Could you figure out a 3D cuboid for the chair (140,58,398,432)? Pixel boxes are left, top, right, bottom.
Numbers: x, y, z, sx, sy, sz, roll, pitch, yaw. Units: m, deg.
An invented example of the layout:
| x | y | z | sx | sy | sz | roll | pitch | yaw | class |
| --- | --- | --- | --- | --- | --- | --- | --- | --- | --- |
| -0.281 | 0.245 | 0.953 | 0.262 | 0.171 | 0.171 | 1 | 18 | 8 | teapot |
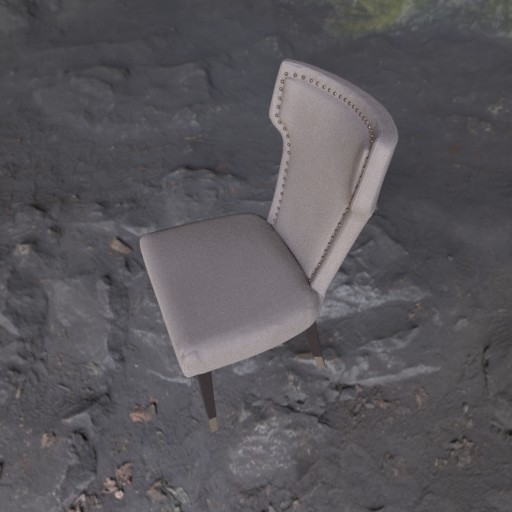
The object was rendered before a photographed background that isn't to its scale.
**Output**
| x | y | z | sx | sy | sz | roll | pitch | yaw | class |
| --- | --- | --- | --- | --- | --- | --- | --- | --- | --- |
| 0.000 | 0.000 | 1.355 | 0.630 | 0.955 | 0.526 | -17 | 47 | -16 | chair |
